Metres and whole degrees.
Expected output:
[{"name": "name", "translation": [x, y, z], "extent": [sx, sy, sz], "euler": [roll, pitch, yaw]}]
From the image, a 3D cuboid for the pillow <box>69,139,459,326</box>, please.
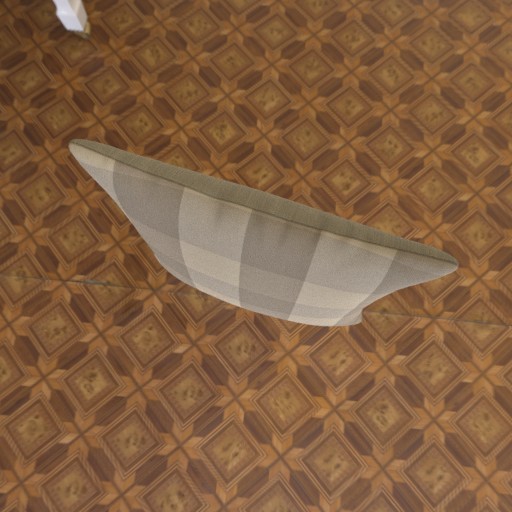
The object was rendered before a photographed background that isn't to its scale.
[{"name": "pillow", "translation": [0.000, 0.000, 0.791], "extent": [0.511, 0.509, 0.161], "euler": [18, 75, 5]}]
